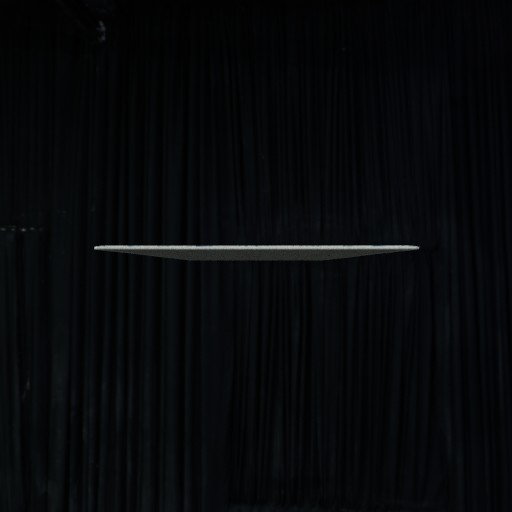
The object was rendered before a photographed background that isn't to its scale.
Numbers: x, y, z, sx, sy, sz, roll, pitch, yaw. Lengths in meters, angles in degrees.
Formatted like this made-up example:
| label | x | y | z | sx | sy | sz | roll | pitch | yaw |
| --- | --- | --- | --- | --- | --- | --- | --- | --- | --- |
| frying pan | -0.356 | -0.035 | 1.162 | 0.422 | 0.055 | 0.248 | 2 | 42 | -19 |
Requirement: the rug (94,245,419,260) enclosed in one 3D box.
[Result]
| label | x | y | z | sx | sy | sz | roll | pitch | yaw |
| --- | --- | --- | --- | --- | --- | --- | --- | --- | --- |
| rug | 0.000 | 0.000 | 1.429 | 0.605 | 0.007 | 1.220 | 0 | -2 | 0 |
